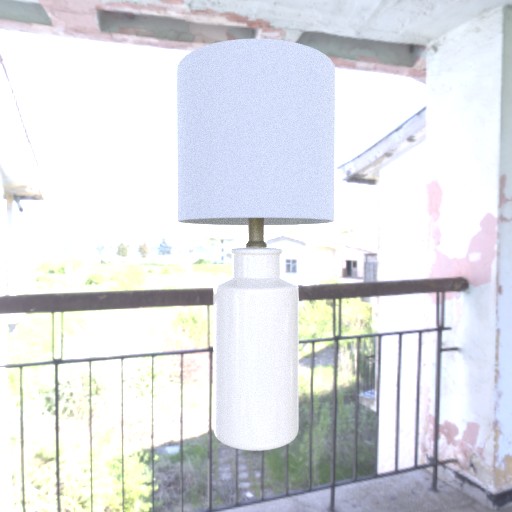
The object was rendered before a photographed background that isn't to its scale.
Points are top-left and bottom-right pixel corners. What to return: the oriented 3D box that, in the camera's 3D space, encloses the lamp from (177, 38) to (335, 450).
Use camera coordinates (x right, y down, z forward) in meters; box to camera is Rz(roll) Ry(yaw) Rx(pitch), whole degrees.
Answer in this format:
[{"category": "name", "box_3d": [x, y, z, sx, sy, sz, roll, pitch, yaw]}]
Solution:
[{"category": "lamp", "box_3d": [0.000, 0.000, 0.608, 0.212, 0.493, 0.212, 0, 2, -17]}]
